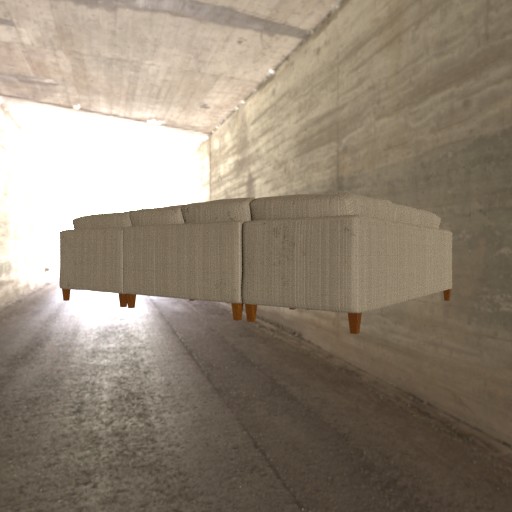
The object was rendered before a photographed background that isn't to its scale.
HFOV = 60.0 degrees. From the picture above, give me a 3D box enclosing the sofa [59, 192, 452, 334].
[{"bbox_3d":[0.000,0.000,4.796,3.460,0.961,2.594,0,0,36],"label":"sofa"}]
